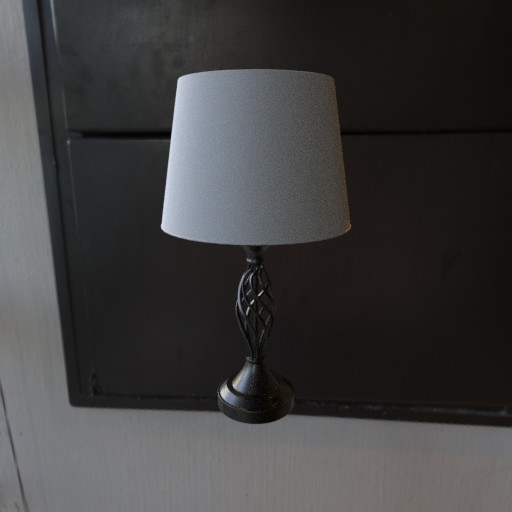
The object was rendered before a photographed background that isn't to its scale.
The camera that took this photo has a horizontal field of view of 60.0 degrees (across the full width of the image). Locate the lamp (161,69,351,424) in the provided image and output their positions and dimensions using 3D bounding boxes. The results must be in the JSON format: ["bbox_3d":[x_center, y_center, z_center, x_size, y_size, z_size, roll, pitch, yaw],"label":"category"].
[{"bbox_3d":[0.000,0.000,0.803,0.331,0.594,0.331,0,15,0],"label":"lamp"}]
